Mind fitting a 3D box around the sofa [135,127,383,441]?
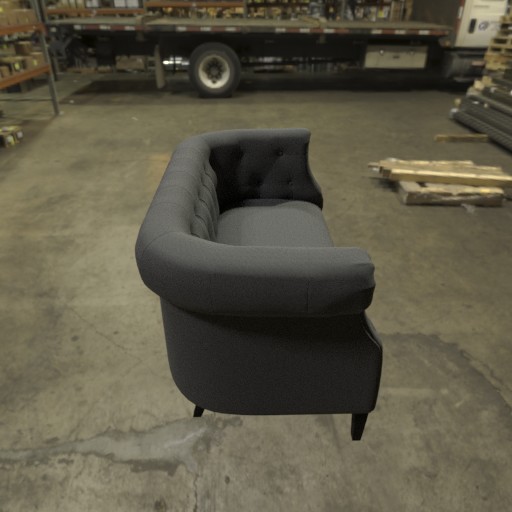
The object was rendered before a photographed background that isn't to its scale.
[{"bbox_3d":[0.000,0.000,2.053,0.835,0.827,1.558,-1,31,-1],"label":"sofa"}]
